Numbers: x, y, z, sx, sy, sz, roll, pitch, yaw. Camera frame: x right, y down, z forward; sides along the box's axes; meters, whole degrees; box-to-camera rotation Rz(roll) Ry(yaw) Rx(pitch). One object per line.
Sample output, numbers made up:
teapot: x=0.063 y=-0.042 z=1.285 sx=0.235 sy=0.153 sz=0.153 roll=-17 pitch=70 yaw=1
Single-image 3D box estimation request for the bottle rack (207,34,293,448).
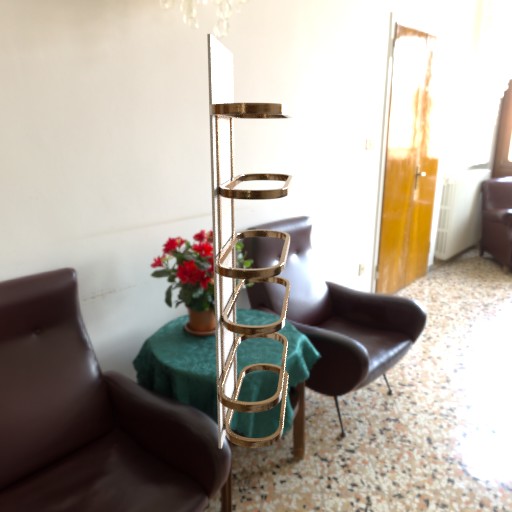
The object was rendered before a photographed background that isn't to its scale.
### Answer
bottle rack: x=0.000 y=0.000 z=0.812 sx=0.118 sy=0.709 sz=0.332 roll=2 pitch=16 yaw=7
